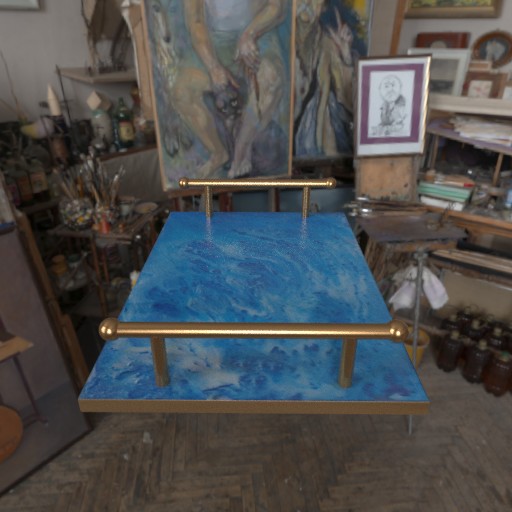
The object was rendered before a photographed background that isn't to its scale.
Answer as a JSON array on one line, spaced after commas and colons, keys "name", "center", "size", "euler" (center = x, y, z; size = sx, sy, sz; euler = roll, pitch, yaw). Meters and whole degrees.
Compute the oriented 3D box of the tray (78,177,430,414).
[{"name": "tray", "center": [0.000, 0.000, 0.566], "size": [0.304, 0.084, 0.444], "euler": [0, 27, 1]}]
